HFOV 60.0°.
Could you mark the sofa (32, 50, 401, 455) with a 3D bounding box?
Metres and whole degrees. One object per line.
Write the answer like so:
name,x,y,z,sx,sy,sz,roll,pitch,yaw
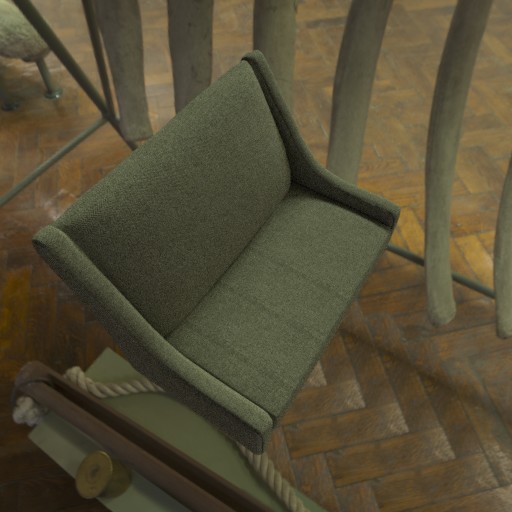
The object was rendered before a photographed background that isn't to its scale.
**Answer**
sofa,0.000,0.000,1.893,0.870,1.021,1.242,28,60,18
